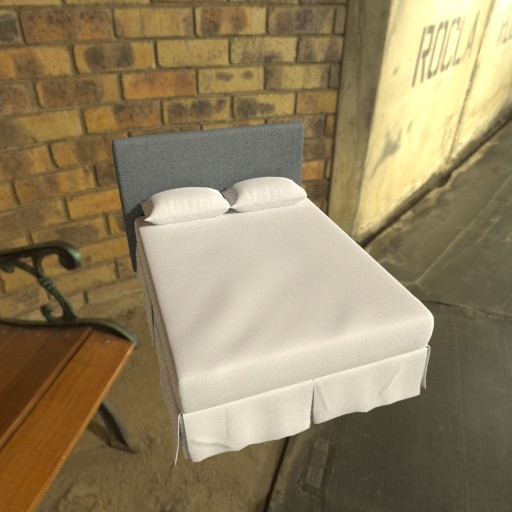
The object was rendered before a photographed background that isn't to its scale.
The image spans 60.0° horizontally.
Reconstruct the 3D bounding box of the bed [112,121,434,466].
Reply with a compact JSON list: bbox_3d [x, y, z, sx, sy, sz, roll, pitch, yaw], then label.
[{"bbox_3d":[0.000,0.000,3.253,1.723,1.330,2.142,-10,33,-16],"label":"bed"}]
